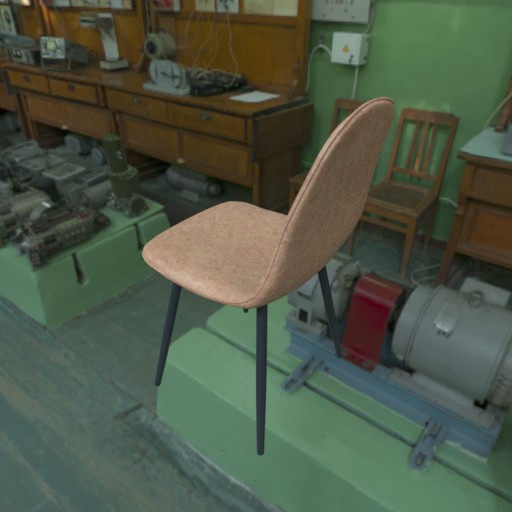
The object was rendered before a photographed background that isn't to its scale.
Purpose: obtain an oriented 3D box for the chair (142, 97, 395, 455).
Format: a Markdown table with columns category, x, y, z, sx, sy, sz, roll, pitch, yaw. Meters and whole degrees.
| category | x | y | z | sx | sy | sz | roll | pitch | yaw |
| --- | --- | --- | --- | --- | --- | --- | --- | --- | --- |
| chair | 0.000 | 0.000 | 1.206 | 0.561 | 0.889 | 0.472 | 21 | 38 | 30 |
